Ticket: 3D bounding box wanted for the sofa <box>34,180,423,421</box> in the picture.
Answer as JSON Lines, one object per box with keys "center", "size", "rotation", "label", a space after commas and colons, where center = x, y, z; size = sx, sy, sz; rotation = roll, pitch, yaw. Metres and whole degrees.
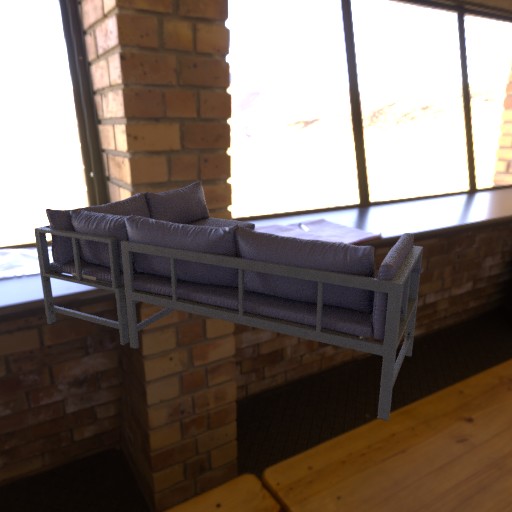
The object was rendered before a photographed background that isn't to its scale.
{"center": [0.000, 0.000, 2.968], "size": [2.149, 0.762, 1.658], "rotation": [8, 18, 26], "label": "sofa"}
